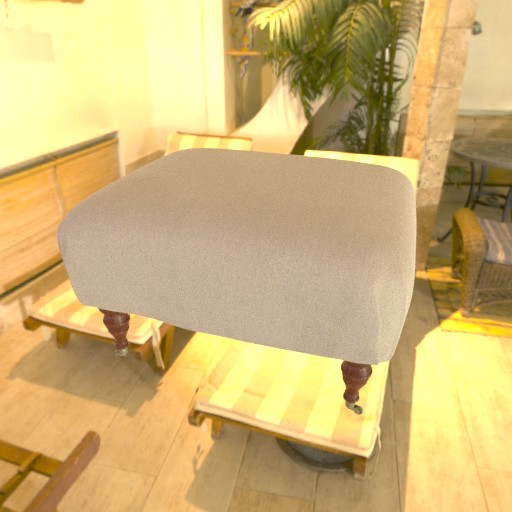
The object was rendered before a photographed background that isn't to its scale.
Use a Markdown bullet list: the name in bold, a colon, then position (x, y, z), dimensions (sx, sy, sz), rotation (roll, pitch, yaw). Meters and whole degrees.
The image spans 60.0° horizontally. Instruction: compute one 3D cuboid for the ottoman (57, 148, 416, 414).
- **ottoman**: position (0.000, 0.000, 1.135), dimensions (0.746, 0.450, 0.622), rotation (9, 29, 16)
